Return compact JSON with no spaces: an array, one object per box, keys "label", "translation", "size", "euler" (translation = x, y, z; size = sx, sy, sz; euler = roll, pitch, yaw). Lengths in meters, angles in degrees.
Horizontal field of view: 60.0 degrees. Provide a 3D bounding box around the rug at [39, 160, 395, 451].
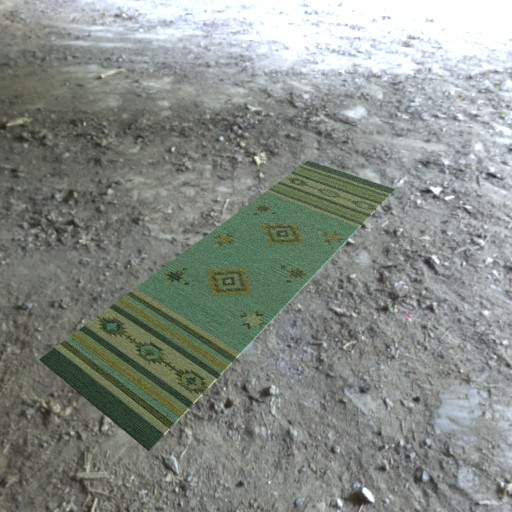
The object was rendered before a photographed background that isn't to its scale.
[{"label":"rug","translation":[0.000,0.000,2.676],"size":[0.744,0.010,2.441],"euler":[25,46,27]}]
